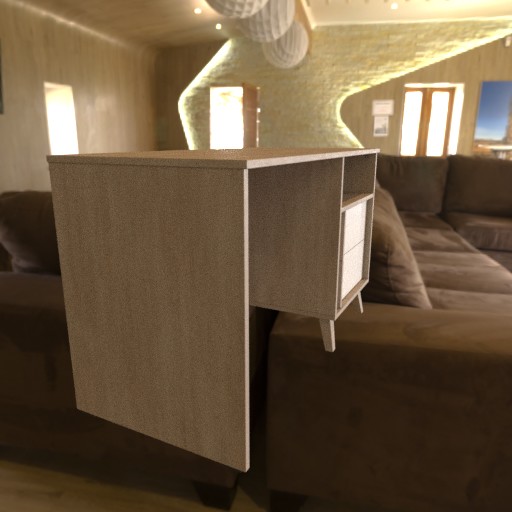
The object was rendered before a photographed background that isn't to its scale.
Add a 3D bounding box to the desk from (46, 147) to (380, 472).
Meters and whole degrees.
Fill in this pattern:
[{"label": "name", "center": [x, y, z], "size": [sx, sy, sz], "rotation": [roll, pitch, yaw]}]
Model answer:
[{"label": "desk", "center": [0.000, 0.000, 1.668], "size": [0.600, 0.770, 1.251], "rotation": [7, 17, 26]}]
